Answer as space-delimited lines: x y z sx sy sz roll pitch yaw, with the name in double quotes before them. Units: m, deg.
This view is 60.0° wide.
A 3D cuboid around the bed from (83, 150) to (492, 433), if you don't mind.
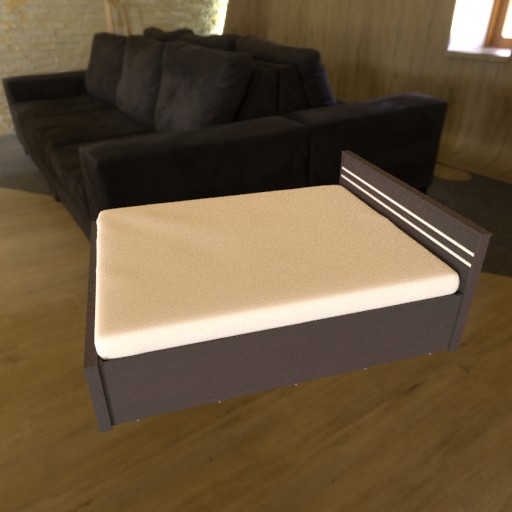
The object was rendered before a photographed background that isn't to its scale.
"bed" 0.000 0.000 2.945 2.103 0.808 1.634 -8 30 -15
